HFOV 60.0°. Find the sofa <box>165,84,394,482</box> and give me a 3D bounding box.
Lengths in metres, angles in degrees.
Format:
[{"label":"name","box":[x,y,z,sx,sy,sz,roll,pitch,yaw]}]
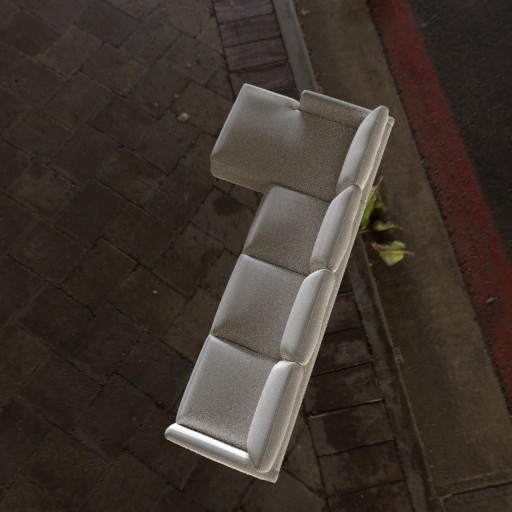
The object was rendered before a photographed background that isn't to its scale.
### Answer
[{"label":"sofa","box":[0.000,0.000,3.773,1.467,0.875,3.186,20,75,6]}]
